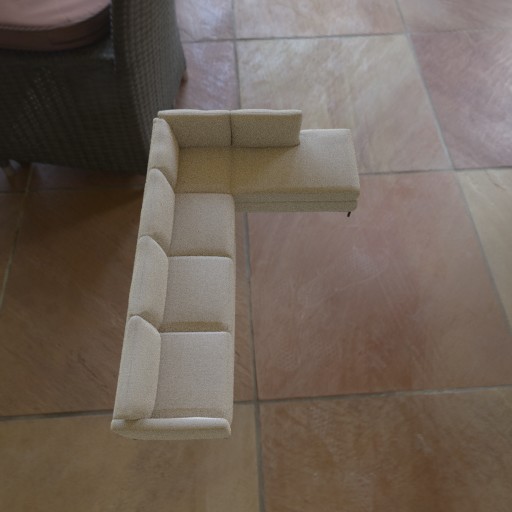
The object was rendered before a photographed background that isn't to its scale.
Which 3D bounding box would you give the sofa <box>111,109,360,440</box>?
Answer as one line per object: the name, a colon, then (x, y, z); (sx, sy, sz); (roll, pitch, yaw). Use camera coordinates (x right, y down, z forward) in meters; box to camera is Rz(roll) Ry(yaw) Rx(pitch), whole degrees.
sofa: (0.000, 0.000, 3.859); (2.007, 0.815, 2.949); (0, 62, 0)
